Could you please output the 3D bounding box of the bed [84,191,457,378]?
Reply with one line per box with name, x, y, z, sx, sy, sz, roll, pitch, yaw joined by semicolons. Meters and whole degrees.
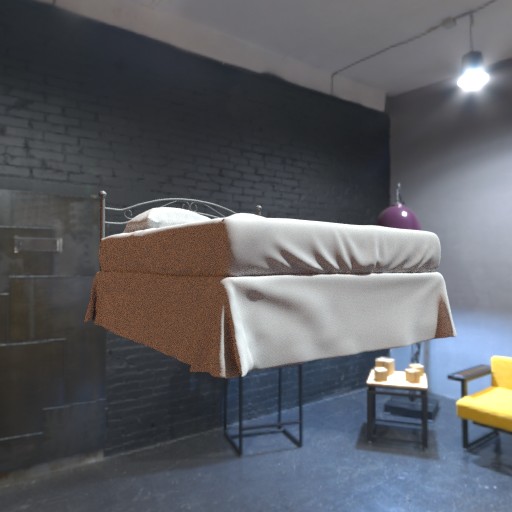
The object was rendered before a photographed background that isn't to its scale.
bed;0.000;0.000;3.239;1.936;1.080;2.215;1;-1;-35
